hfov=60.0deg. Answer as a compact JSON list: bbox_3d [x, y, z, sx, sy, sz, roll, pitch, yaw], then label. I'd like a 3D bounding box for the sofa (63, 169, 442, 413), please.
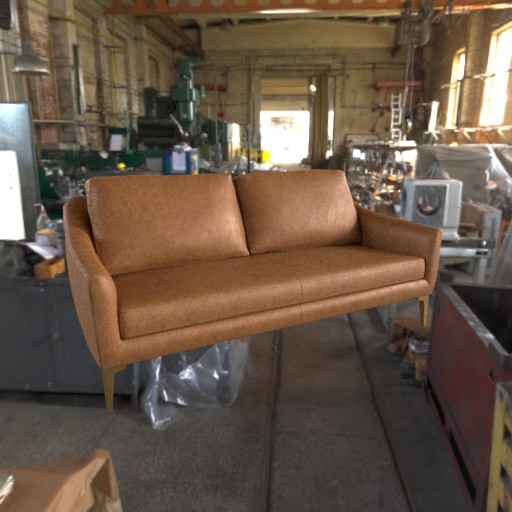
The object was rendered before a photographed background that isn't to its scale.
[{"bbox_3d":[0.000,0.000,2.603,2.036,0.945,0.981,-8,16,-28],"label":"sofa"}]
